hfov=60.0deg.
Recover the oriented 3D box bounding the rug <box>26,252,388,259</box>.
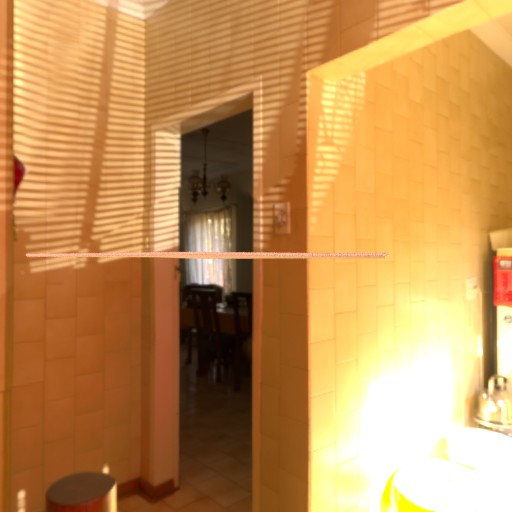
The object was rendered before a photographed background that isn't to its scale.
[{"bbox_3d":[0.000,0.000,4.293,2.434,0.045,3.202,0,-1,16],"label":"rug"}]
